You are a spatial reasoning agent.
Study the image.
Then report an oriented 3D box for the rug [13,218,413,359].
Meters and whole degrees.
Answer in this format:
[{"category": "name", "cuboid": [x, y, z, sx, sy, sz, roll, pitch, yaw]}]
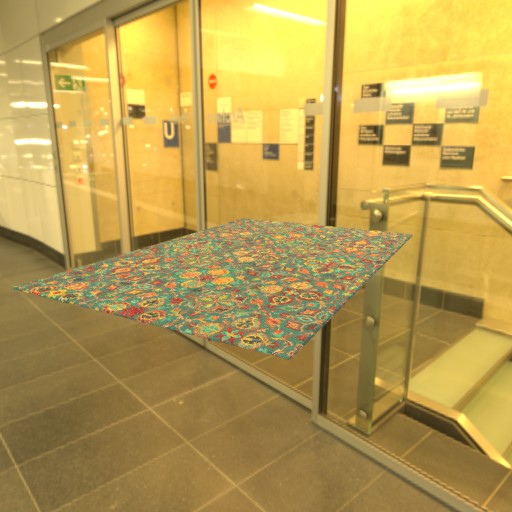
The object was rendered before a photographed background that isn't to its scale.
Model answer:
[{"category": "rug", "cuboid": [0.000, 0.000, 2.831, 1.527, 0.016, 2.290, 8, 17, 28]}]
